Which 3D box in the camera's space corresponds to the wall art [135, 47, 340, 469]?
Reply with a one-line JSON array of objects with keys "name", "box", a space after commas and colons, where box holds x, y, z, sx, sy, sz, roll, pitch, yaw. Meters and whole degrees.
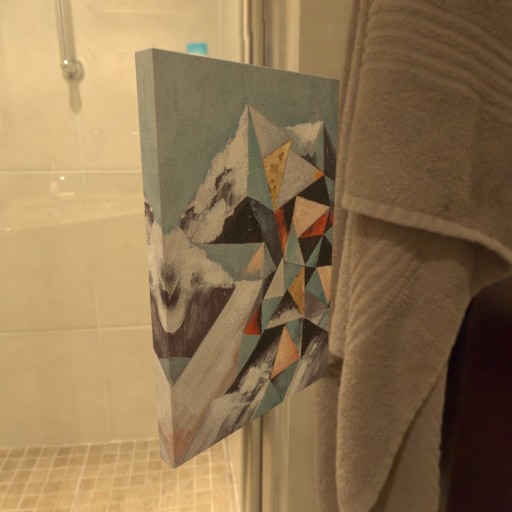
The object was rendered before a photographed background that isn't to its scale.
[{"name": "wall art", "box": [0.000, 0.000, 1.153, 0.061, 0.911, 0.609, 14, 20, 43]}]
